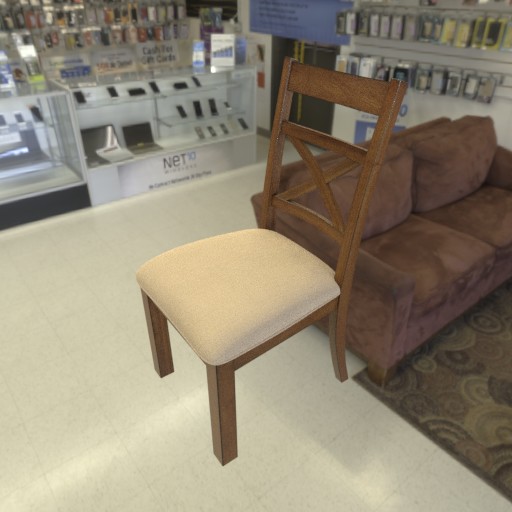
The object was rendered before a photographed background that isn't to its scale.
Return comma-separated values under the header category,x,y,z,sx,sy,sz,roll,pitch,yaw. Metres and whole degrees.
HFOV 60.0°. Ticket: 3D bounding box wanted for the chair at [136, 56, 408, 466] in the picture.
category,x,y,z,sx,sy,sz,roll,pitch,yaw
chair,0.000,0.000,1.253,0.581,0.949,0.461,-21,38,-30
